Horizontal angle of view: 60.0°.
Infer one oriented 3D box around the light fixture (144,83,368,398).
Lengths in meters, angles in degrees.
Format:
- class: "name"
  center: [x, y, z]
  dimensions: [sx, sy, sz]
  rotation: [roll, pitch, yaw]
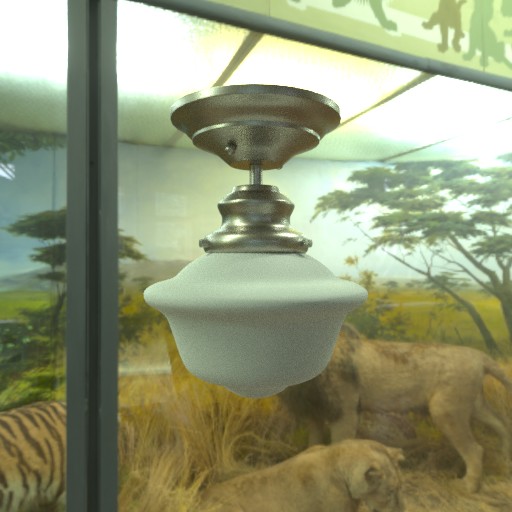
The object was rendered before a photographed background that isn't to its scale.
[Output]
- class: "light fixture"
  center: [0.000, 0.000, 0.402]
  dimensions: [0.199, 0.254, 0.199]
  rotation: [0, 0, 0]
